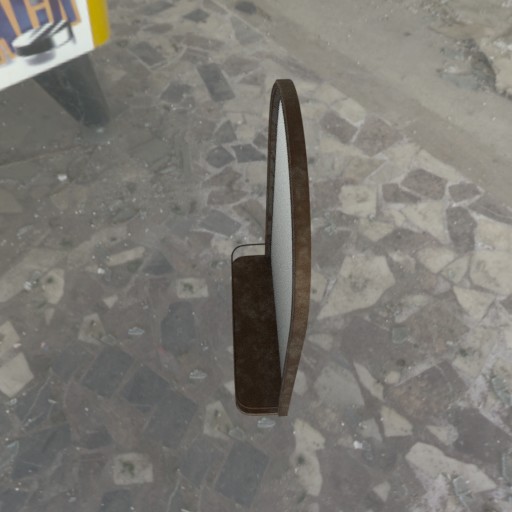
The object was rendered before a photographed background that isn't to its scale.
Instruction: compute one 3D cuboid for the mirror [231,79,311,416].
[{"bbox_3d":[0.000,0.000,0.985,0.137,0.770,0.510,-3,56,-2],"label":"mirror"}]
